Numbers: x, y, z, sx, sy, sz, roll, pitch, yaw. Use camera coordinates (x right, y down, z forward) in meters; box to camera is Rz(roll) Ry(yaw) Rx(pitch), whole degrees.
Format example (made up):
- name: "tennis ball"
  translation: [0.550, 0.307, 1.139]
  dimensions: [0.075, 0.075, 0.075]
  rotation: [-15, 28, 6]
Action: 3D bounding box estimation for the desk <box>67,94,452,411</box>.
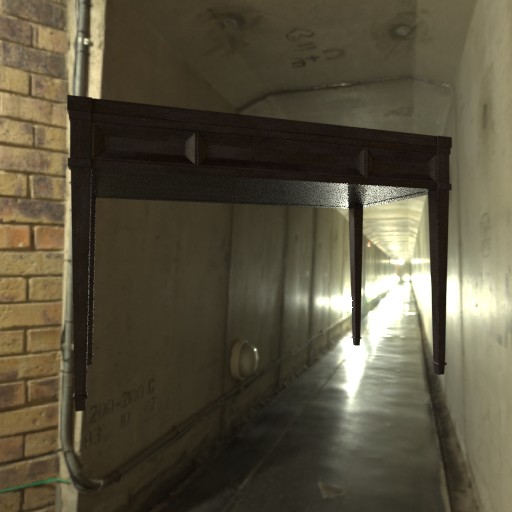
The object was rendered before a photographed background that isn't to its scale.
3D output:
- name: "desk"
  translation: [0.000, 0.000, 1.695]
  dimensions: [1.289, 0.861, 0.630]
  rotation: [0, -1, -19]
